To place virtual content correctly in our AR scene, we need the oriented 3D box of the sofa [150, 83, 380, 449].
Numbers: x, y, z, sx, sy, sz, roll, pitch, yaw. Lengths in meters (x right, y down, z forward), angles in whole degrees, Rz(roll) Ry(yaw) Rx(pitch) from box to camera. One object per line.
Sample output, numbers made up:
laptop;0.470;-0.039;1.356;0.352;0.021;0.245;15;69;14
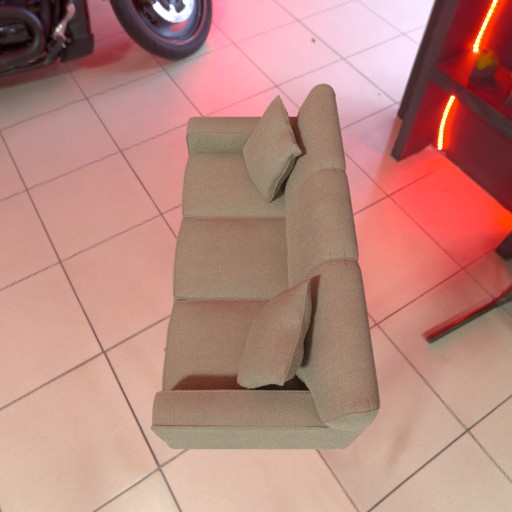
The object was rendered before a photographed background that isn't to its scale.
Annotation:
sofa;0.000;0.000;2.596;0.997;0.958;2.024;0;58;0
